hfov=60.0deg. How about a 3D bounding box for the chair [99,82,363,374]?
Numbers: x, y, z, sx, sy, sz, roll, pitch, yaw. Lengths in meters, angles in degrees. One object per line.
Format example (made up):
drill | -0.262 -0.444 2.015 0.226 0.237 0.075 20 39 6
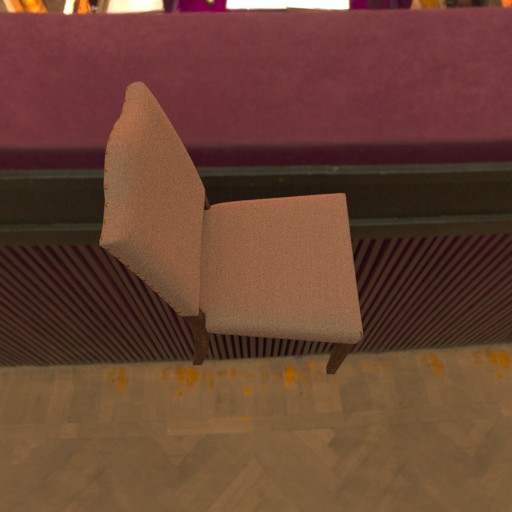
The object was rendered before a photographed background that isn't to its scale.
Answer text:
chair | 0.000 0.000 1.358 0.620 1.020 0.508 -1 62 0
